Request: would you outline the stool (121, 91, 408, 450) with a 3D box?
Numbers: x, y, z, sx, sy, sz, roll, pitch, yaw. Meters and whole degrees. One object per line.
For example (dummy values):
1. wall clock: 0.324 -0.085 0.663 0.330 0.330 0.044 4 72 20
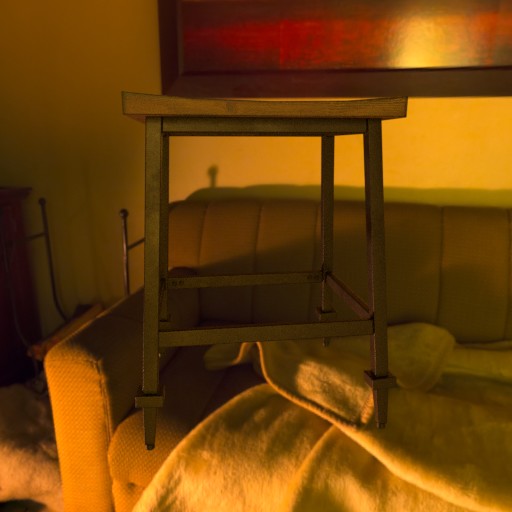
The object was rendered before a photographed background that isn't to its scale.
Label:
1. stool: 0.000 0.000 0.956 0.486 0.625 0.405 -2 14 -8
